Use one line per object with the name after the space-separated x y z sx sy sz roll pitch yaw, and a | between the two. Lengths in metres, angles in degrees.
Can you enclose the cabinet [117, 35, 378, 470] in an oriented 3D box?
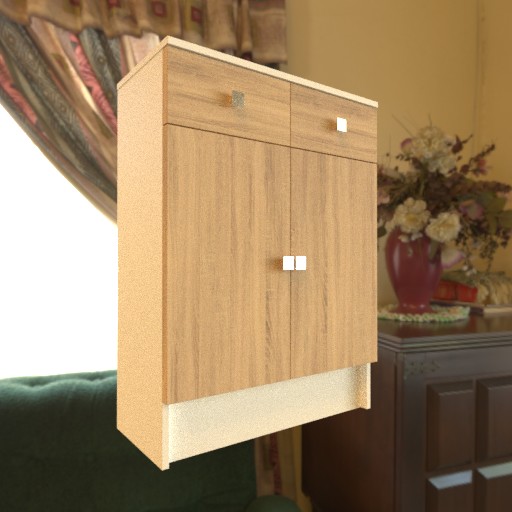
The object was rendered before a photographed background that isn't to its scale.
0.000 0.000 1.105 0.600 0.815 0.296 0 0 -36 | cabinet
